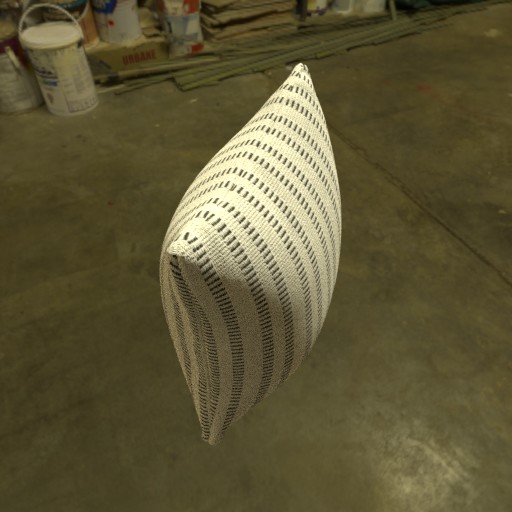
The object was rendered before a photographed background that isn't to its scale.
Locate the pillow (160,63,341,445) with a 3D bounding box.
[{"bbox_3d":[0.000,0.000,0.675,0.247,0.419,0.438,14,48,13],"label":"pillow"}]
